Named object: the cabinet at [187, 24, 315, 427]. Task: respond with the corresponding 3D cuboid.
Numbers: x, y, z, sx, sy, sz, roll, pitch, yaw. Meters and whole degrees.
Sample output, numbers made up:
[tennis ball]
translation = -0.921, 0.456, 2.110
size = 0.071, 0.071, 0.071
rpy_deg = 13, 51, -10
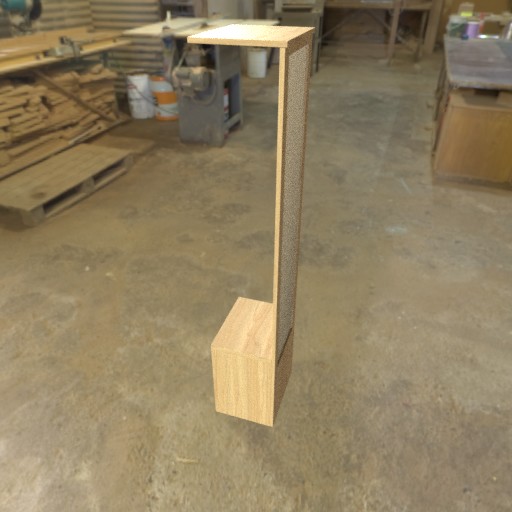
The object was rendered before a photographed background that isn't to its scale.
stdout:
[cabinet]
translation = 0.000, 0.000, 2.070
size = 0.338, 1.879, 0.411
rpy_deg = 10, 34, 15
